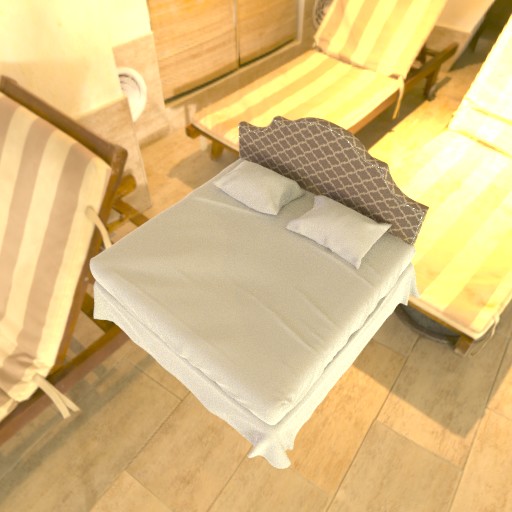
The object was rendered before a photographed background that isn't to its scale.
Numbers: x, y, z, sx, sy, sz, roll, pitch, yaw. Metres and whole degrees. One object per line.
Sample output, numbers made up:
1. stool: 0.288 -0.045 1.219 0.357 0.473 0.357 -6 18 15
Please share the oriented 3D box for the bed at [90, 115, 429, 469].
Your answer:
1. bed: 0.000 0.000 3.709 2.314 1.601 2.222 32 55 26
